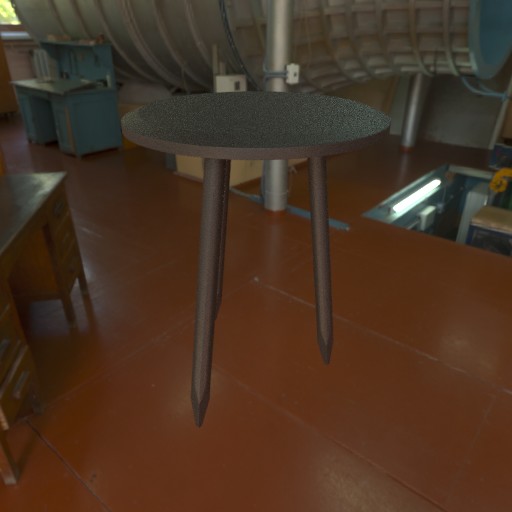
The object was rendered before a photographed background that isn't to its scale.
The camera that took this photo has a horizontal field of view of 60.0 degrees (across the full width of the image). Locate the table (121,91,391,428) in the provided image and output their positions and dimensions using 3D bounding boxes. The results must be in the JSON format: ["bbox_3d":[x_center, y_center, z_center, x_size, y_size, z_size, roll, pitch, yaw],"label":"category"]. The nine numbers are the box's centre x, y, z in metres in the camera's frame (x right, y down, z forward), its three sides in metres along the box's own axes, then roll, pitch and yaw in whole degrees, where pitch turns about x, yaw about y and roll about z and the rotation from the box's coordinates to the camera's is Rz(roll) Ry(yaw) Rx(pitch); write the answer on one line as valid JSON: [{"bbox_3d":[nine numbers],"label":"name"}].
[{"bbox_3d":[0.000,0.000,0.910,0.457,0.585,0.457,0,28,0],"label":"table"}]
